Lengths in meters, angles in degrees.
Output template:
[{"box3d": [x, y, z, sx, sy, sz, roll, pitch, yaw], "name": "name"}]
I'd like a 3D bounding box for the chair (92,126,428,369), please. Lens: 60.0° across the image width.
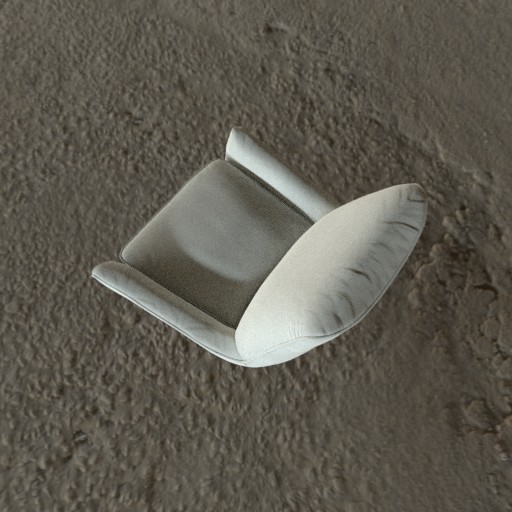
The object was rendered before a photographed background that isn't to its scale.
[{"box3d": [0.000, 0.000, 1.514, 0.822, 0.888, 0.787, 34, 69, 15], "name": "chair"}]
